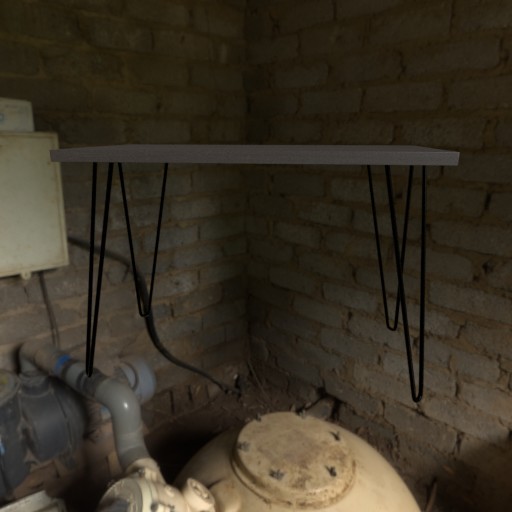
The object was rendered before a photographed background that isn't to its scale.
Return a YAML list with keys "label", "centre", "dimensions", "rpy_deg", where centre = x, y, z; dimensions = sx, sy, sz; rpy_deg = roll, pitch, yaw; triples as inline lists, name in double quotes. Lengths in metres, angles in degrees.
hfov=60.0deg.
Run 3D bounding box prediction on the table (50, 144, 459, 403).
- label: "table"
  centre: [0.000, 0.000, 1.388]
  dimensions: [0.991, 0.660, 0.499]
  rpy_deg: [2, 16, 7]
